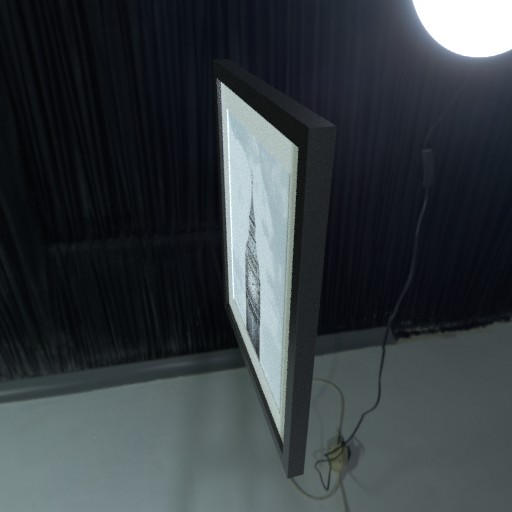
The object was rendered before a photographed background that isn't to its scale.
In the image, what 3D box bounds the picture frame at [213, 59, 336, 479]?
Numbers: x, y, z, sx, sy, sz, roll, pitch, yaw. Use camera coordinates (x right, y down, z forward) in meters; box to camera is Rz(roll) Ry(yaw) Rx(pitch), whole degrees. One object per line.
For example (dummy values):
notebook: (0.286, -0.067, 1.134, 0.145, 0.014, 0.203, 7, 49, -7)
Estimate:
picture frame: (0.000, 0.000, 0.752, 0.028, 0.556, 0.460, -8, 32, -14)
